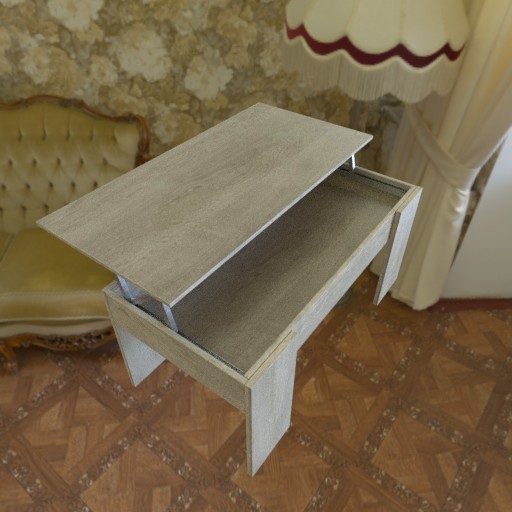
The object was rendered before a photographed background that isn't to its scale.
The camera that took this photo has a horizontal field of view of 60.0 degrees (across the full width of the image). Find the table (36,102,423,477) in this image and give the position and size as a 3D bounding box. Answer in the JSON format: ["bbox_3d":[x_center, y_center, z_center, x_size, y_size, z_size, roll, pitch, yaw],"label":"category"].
[{"bbox_3d":[0.000,0.000,1.502,0.711,0.570,1.000,26,47,27],"label":"table"}]
